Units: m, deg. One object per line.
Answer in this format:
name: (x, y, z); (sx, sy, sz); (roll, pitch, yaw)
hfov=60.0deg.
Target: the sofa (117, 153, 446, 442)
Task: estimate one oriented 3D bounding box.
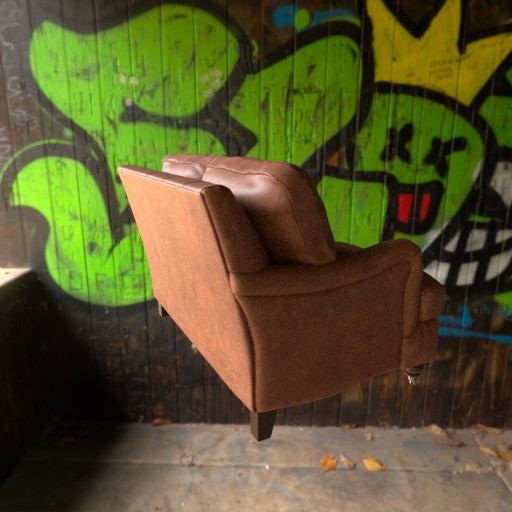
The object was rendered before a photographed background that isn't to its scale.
sofa: (0.000, 0.000, 2.243); (1.077, 1.004, 1.527); (-7, 16, -26)
